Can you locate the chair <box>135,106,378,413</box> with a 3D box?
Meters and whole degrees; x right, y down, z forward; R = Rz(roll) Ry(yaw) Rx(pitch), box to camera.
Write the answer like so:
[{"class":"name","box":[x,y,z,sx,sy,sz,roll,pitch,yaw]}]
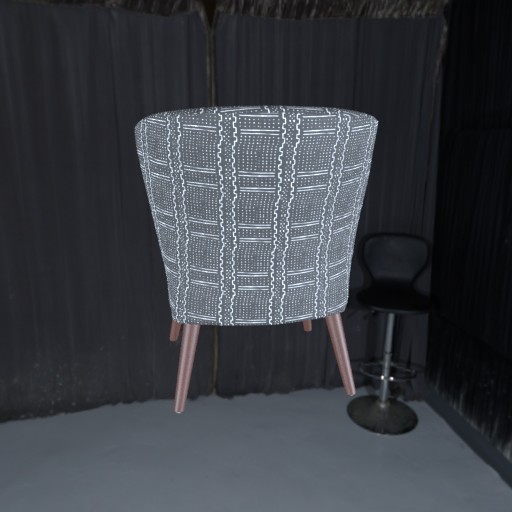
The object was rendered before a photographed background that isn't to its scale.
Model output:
[{"class":"chair","box":[0.000,0.000,1.441,0.710,0.866,0.758,-2,14,-10]}]
